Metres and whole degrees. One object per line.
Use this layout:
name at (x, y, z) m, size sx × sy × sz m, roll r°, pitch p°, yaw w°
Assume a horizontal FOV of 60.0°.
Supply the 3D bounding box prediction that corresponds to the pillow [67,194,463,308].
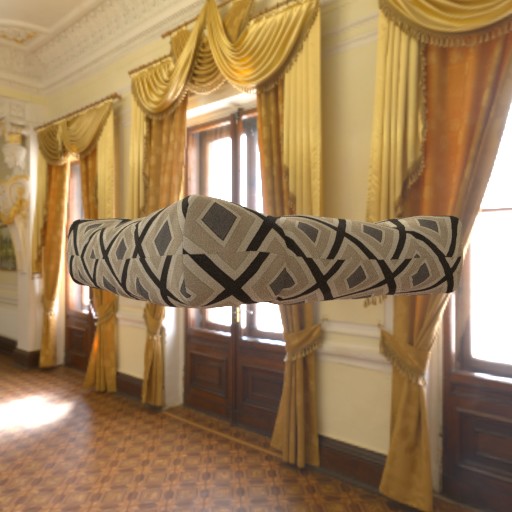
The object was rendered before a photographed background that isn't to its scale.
pillow at (0.000, 0.000, 0.723) m, size 0.490 × 0.128 × 0.468 m, roll 0°, pitch 0°, yaw -36°
